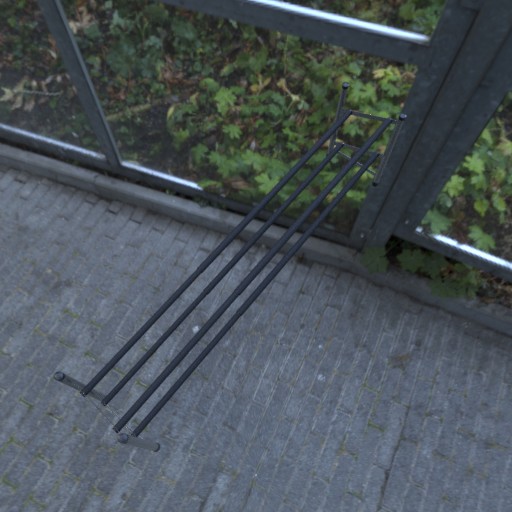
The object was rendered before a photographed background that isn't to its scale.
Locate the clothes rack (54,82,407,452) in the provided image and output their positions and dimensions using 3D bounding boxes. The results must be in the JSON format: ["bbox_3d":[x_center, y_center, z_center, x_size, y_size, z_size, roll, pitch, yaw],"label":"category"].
[{"bbox_3d":[0.000,0.000,1.307,0.229,0.349,1.168,36,69,16],"label":"clothes rack"}]
